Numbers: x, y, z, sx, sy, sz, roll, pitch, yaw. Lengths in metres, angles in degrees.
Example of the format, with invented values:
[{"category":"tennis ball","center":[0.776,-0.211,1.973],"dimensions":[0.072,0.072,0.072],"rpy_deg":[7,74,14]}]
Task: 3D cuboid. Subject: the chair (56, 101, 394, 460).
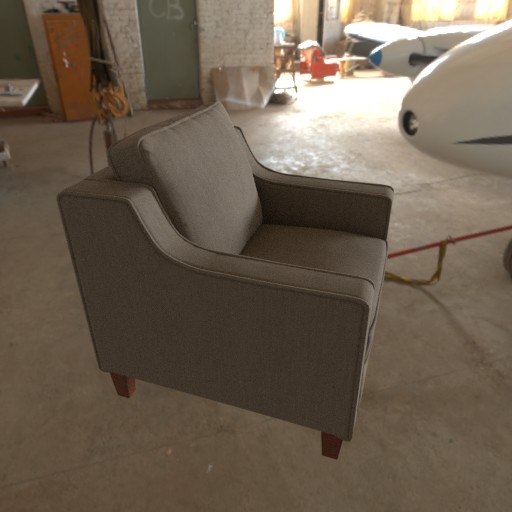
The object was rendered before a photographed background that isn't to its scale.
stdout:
[{"category":"chair","center":[0.000,0.000,1.616],"dimensions":[0.909,0.960,0.831],"rpy_deg":[10,31,17]}]
